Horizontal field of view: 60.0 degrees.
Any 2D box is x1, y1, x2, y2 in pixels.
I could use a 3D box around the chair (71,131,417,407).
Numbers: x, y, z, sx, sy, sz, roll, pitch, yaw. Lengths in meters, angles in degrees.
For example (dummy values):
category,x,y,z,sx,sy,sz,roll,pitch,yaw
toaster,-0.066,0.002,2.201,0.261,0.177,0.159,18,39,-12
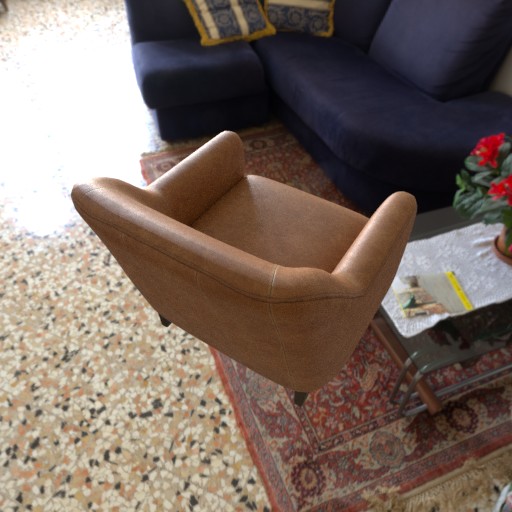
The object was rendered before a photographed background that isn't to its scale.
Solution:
category,x,y,z,sx,sy,sz,roll,pitch,yaw
chair,0.000,0.000,1.884,1.037,0.980,1.034,25,51,22
